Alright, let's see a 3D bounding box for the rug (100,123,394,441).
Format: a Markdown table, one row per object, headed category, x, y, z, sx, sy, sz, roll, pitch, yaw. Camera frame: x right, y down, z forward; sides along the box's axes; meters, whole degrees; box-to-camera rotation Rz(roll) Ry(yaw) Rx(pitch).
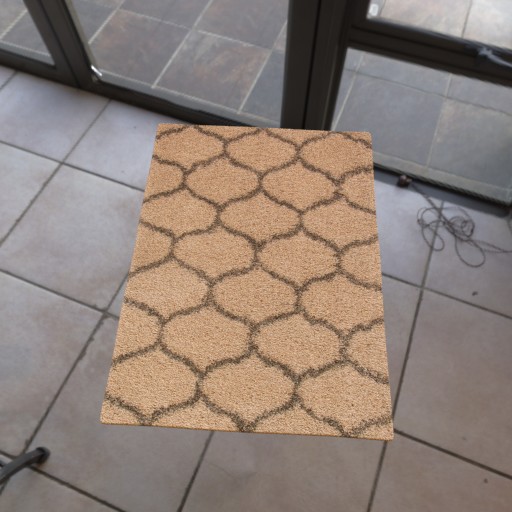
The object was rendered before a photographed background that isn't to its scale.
| category | x | y | z | sx | sy | sz | roll | pitch | yaw |
| --- | --- | --- | --- | --- | --- | --- | --- | --- | --- |
| rug | 0.000 | 0.000 | 2.150 | 1.200 | 0.025 | 1.600 | 3 | 64 | 1 |
